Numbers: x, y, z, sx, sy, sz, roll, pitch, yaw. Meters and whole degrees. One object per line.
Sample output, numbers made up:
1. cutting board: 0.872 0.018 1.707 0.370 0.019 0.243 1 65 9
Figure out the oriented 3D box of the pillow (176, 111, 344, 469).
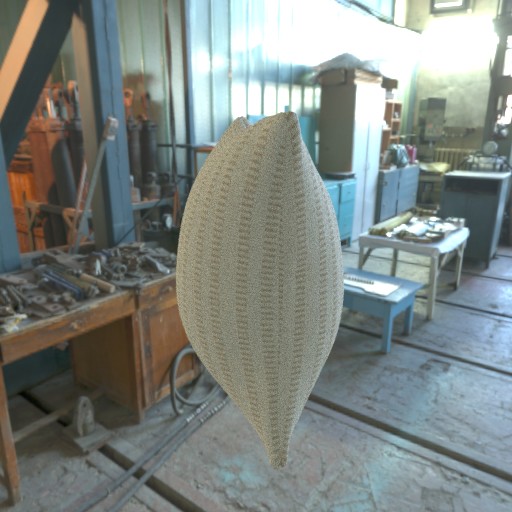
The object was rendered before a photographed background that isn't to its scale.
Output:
1. pillow: 0.000 0.000 0.685 0.247 0.419 0.438 -2 17 -8
